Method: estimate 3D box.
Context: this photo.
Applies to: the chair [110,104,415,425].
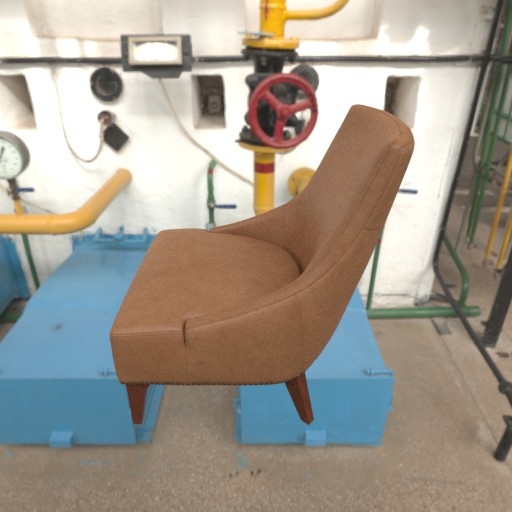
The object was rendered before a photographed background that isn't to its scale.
[{"bbox_3d":[0.000,0.000,1.501,0.861,0.909,0.701,0,29,1],"label":"chair"}]
